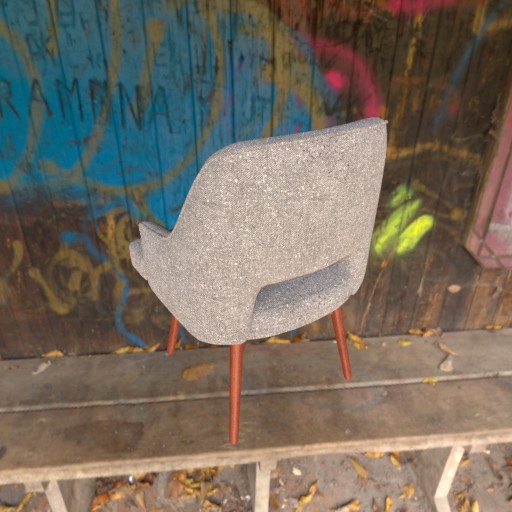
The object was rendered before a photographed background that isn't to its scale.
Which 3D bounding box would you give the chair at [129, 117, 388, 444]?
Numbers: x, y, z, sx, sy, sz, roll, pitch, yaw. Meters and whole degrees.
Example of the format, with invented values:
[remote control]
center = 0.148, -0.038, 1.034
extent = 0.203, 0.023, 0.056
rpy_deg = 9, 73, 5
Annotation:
[chair]
center = 0.000, 0.000, 1.325
extent = 0.608, 0.875, 0.629
rpy_deg = -19, 35, -28
